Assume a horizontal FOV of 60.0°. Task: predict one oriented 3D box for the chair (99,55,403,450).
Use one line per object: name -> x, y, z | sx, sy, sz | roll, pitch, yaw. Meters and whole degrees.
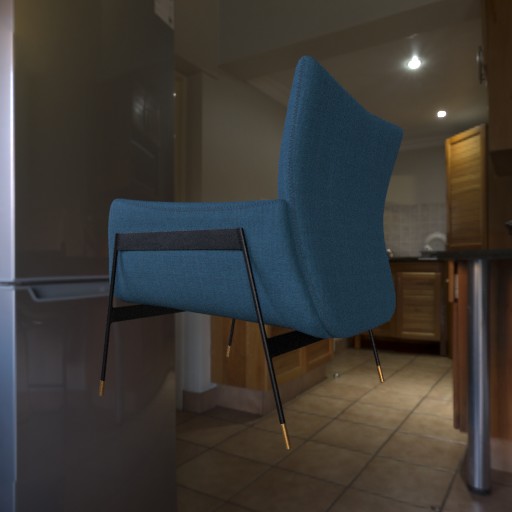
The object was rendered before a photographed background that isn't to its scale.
chair -> 0.000, 0.000, 1.414 | 0.769, 0.859, 0.678 | 0, 0, 35
